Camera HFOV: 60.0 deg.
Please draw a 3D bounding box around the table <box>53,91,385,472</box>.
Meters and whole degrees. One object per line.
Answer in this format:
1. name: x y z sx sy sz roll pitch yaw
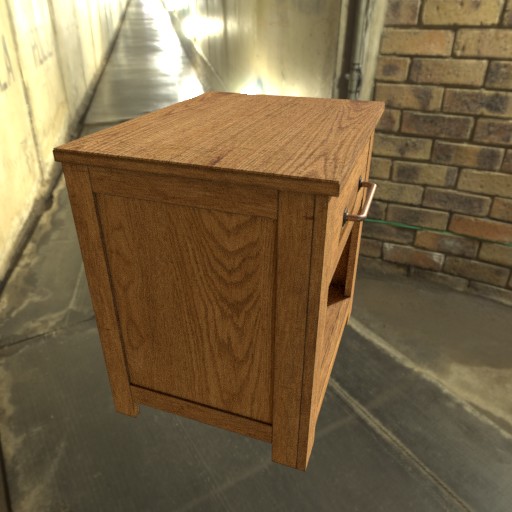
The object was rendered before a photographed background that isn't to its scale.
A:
1. table: 0.000 0.000 1.046 0.494 0.625 0.601 10 31 17
